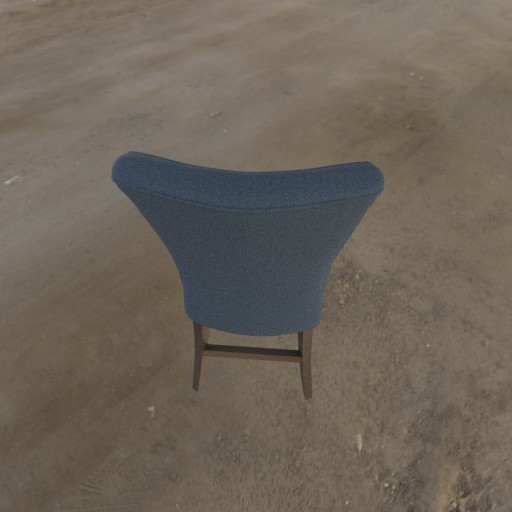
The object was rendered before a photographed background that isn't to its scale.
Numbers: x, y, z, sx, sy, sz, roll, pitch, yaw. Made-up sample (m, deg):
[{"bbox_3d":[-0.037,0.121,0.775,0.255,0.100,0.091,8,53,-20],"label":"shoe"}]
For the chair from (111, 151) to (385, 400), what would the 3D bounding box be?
[{"bbox_3d":[0.000,0.000,1.348,0.520,0.991,0.660,3,46,3],"label":"chair"}]
